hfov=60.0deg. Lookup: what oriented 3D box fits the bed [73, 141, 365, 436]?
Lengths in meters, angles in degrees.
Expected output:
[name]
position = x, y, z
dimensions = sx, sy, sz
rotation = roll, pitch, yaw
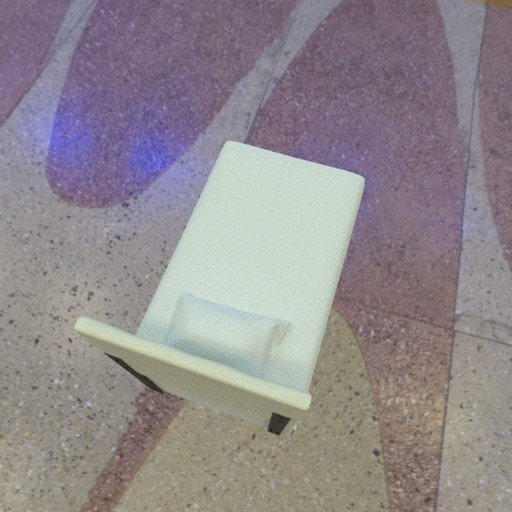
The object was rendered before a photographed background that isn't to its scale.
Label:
[bed]
position = 0.000, 0.000, 3.067
dimensions = 1.261, 1.571, 1.997
rotation = 17, 65, 8
